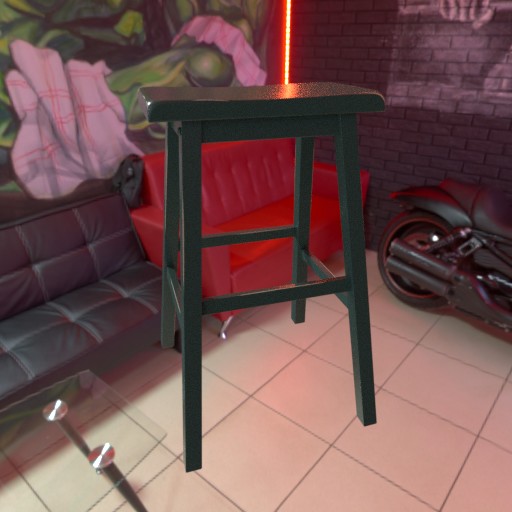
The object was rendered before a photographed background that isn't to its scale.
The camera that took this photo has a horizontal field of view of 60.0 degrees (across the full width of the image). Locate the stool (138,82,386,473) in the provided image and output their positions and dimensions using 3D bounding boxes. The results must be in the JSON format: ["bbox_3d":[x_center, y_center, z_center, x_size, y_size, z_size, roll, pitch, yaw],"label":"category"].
[{"bbox_3d":[0.000,0.000,1.042,0.457,0.737,0.476,-8,27,-15],"label":"stool"}]
